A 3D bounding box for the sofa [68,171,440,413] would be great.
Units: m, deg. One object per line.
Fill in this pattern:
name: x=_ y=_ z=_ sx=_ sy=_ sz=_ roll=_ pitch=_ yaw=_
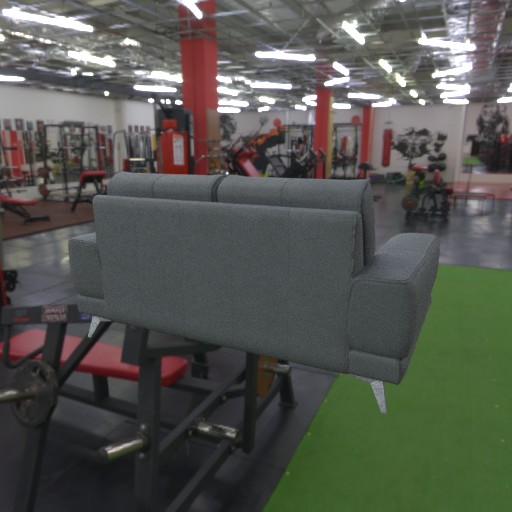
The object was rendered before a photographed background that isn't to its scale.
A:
sofa: x=0.000 y=0.000 z=2.421 sx=1.806 sy=0.907 sz=1.018 roll=7 pitch=15 yaw=26
